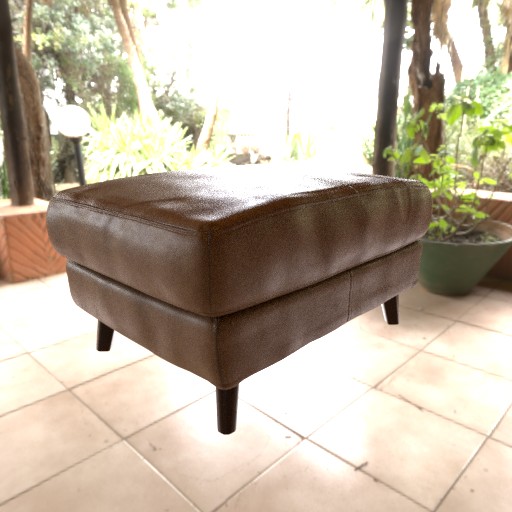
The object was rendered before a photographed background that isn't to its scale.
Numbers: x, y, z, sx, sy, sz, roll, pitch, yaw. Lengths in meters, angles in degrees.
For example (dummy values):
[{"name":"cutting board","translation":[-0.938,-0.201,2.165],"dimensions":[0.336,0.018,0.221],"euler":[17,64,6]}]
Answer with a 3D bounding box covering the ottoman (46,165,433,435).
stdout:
[{"name":"ottoman","translation":[0.000,0.000,1.190],"dimensions":[0.630,0.461,0.869],"euler":[14,21,41]}]
